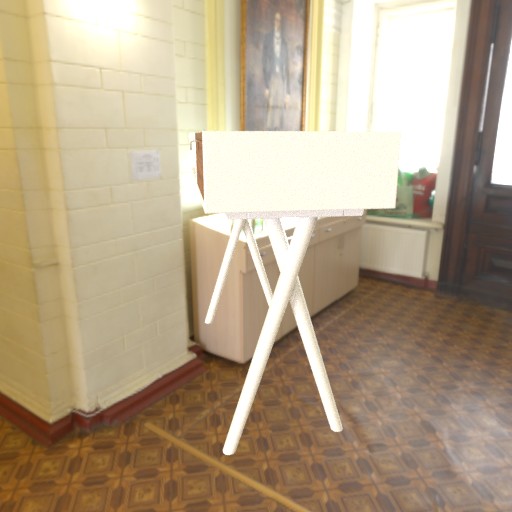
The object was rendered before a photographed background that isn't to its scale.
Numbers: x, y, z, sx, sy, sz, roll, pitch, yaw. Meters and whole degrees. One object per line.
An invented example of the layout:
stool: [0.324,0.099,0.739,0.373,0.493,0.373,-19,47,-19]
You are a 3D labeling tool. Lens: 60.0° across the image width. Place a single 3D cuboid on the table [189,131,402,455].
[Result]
table: [0.000,0.000,1.465,0.418,0.785,1.066,-3,15,-9]
